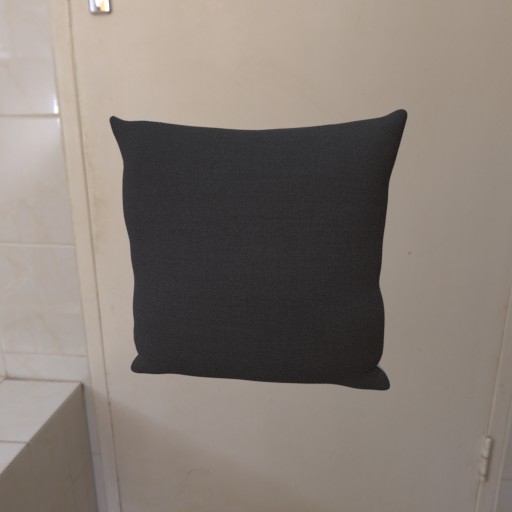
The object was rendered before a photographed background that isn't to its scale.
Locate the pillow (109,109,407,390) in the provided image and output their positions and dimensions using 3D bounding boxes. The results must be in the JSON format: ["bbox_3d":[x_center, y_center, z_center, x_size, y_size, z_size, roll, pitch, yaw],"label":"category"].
[{"bbox_3d":[0.000,0.000,0.794,0.503,0.496,0.208,2,15,7],"label":"pillow"}]
